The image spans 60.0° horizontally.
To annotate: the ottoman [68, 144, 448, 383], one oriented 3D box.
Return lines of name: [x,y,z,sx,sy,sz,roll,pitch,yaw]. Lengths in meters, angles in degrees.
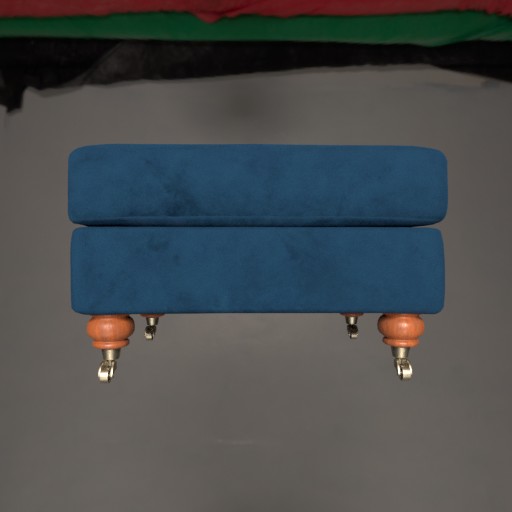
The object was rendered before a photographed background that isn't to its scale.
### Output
ottoman: [0.000,0.000,1.137,0.773,0.503,0.572,0,1,-2]
